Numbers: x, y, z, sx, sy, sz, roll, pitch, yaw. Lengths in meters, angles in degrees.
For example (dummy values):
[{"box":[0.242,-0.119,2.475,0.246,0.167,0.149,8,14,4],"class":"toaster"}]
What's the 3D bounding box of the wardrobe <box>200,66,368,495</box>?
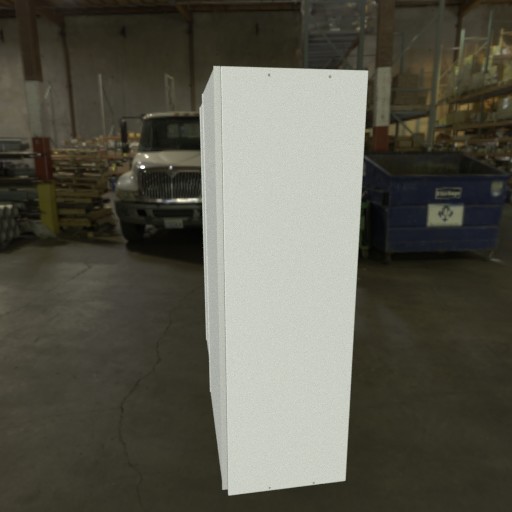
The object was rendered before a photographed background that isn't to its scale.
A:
[{"box":[0.000,0.000,2.832,0.629,1.960,1.780,-2,14,-9],"class":"wardrobe"}]
